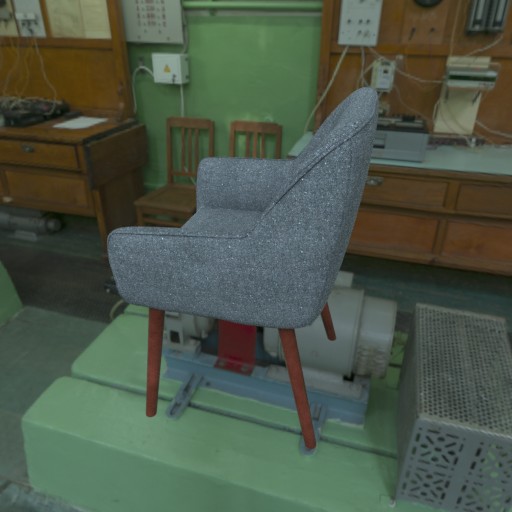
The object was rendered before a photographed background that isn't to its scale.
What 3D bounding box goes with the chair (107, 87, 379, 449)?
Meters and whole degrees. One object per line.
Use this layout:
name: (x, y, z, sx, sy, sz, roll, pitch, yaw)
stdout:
chair: (0.000, 0.000, 1.154, 0.519, 0.803, 0.543, 8, 31, 14)
